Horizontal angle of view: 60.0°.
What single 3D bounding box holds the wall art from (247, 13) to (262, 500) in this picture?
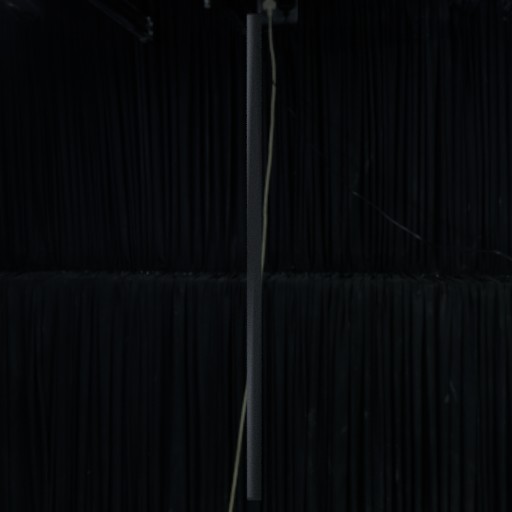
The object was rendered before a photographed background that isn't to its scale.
[{"bbox_3d":[0.000,0.000,0.544,0.013,0.431,0.303,0,1,1],"label":"wall art"}]
